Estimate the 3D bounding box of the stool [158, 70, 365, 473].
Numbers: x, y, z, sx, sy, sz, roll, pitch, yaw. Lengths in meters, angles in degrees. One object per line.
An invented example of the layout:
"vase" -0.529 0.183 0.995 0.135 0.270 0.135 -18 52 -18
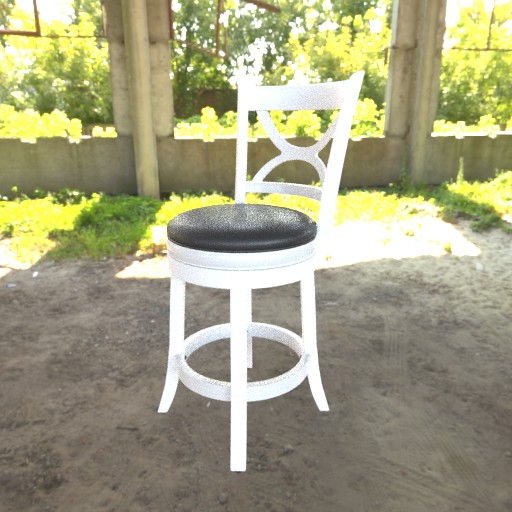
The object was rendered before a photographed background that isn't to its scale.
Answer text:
"stool" 0.000 0.000 1.243 0.508 0.953 0.444 -16 23 -43
